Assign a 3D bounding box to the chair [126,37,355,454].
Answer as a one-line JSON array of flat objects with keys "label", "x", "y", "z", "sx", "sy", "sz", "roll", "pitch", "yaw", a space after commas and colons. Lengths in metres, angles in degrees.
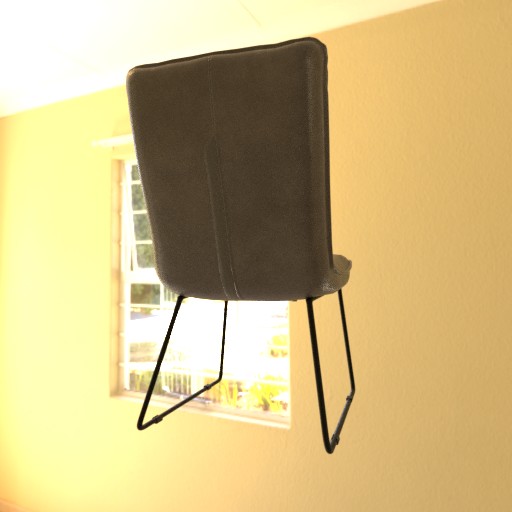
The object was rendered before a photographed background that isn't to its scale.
[{"label": "chair", "x": 0.000, "y": 0.000, "z": 1.309, "sx": 0.515, "sy": 0.932, "sz": 0.688, "roll": -1, "pitch": -2, "yaw": 18}]
